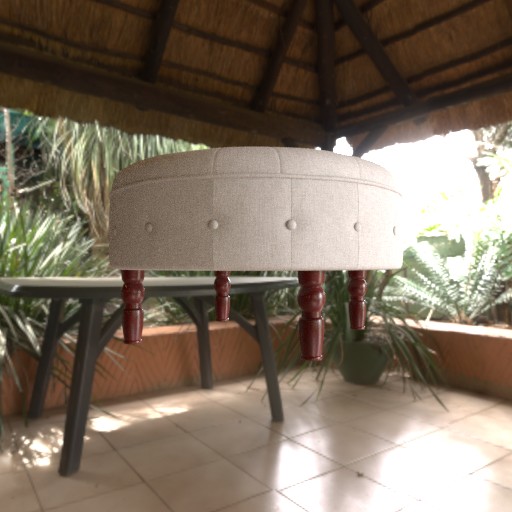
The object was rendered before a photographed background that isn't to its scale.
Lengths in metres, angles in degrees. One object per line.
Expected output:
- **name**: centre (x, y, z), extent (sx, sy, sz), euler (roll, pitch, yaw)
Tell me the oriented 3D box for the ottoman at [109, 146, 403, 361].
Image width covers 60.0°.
- **ottoman**: centre (0.000, 0.000, 1.343), extent (0.849, 0.478, 0.849), euler (0, -1, 0)
